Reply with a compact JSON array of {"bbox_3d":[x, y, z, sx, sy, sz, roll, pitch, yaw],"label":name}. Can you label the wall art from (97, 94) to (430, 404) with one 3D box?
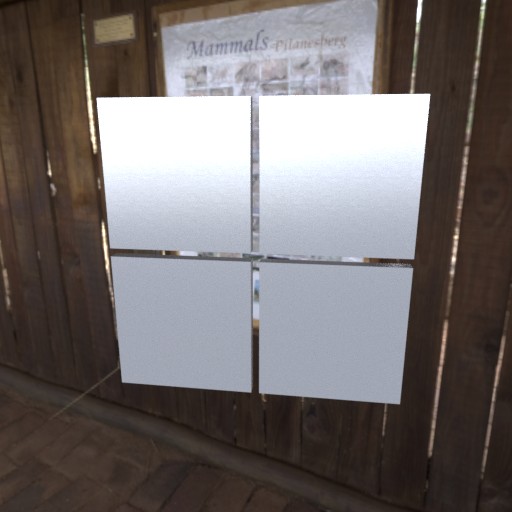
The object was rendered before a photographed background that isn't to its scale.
[{"bbox_3d":[0.000,0.000,0.900,0.611,0.611,0.029,2,15,8],"label":"wall art"}]
